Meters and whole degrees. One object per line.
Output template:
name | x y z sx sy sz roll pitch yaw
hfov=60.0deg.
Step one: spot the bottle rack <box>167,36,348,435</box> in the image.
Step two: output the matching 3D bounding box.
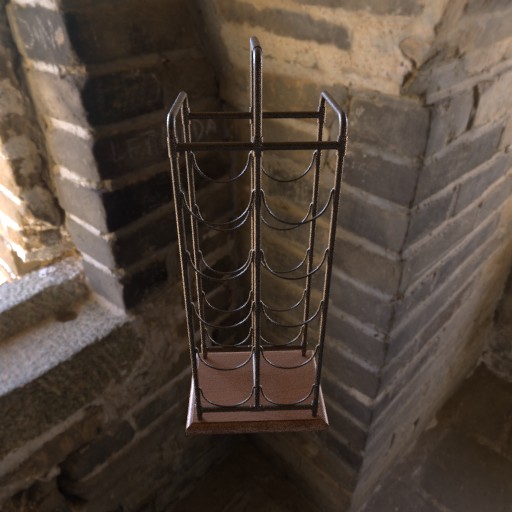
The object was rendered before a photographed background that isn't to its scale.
bottle rack | 0.000 0.000 0.774 0.276 0.680 0.208 -1 31 -2
